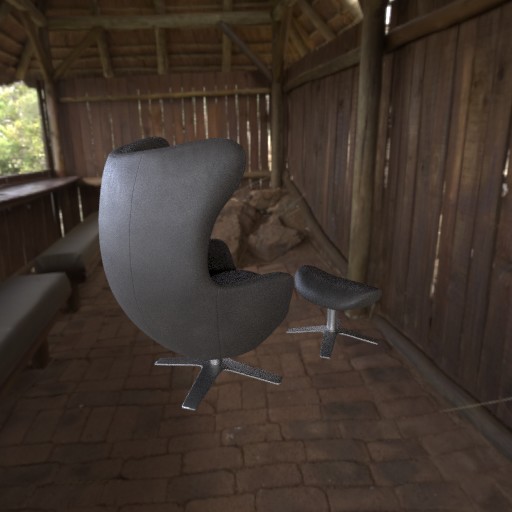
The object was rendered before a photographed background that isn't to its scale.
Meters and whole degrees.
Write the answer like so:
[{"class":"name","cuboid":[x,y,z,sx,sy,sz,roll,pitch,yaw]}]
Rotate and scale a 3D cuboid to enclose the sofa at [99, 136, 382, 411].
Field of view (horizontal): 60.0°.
[{"class":"sofa","cuboid":[0.000,0.000,2.186,1.444,1.135,0.894,-8,17,-27]}]
